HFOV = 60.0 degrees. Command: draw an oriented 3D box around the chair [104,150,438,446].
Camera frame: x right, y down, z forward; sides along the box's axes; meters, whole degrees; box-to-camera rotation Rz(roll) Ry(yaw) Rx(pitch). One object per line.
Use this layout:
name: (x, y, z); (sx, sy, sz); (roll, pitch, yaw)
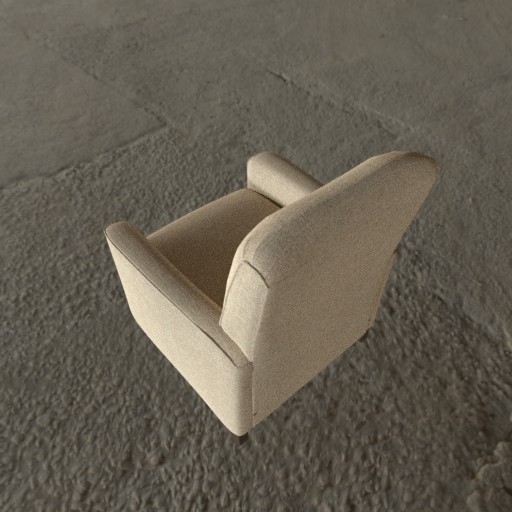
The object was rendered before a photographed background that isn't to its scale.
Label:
chair: (0.000, 0.000, 1.658); (0.841, 1.028, 0.858); (-32, 53, -28)
